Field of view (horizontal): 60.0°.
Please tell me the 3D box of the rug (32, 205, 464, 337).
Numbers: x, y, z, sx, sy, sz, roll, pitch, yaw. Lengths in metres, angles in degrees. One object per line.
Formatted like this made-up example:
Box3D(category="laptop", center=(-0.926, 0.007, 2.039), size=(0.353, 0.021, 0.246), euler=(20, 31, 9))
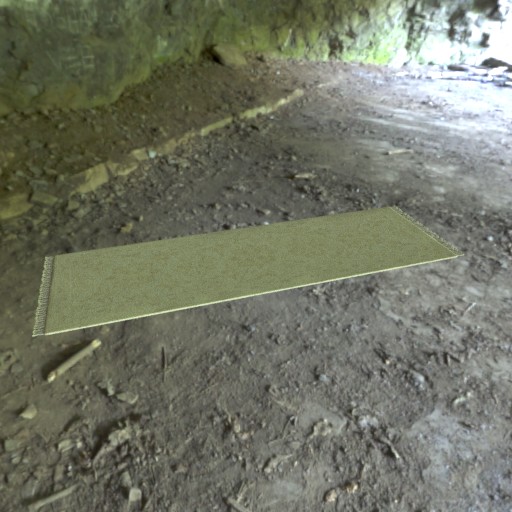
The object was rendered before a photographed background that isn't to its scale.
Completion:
Box3D(category="rug", center=(0.000, 0.000, 2.817), size=(2.544, 0.015, 0.795), euler=(-9, 32, -15))
